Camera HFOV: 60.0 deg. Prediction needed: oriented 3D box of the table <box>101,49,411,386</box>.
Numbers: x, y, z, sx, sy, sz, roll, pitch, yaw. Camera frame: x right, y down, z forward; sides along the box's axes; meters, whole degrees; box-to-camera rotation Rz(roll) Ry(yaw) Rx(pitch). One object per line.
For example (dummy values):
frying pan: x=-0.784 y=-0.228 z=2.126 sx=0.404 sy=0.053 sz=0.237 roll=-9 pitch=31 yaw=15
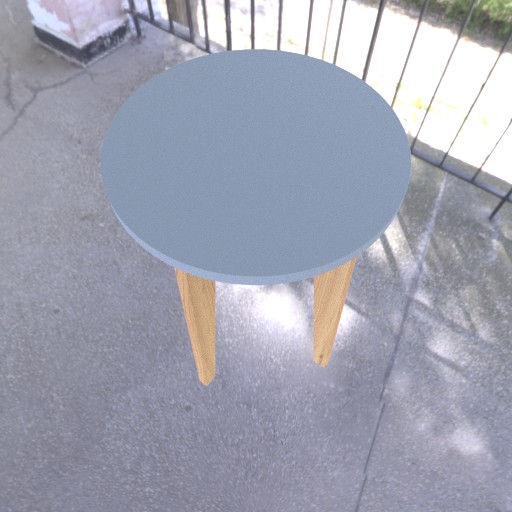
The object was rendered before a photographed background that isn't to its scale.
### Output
table: x=0.000 y=0.000 z=0.720 sx=0.350 sy=0.500 sz=0.350 roll=0 pitch=59 yaw=0
